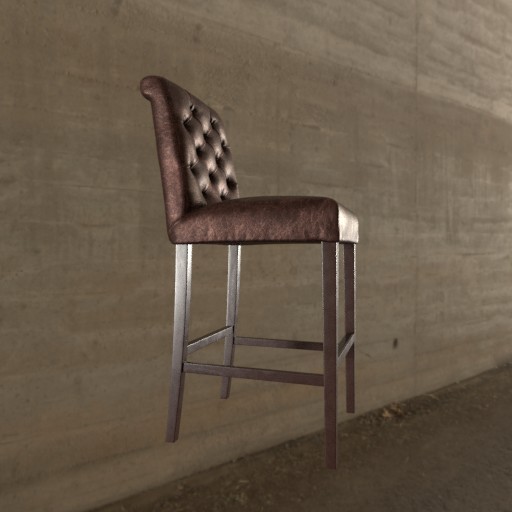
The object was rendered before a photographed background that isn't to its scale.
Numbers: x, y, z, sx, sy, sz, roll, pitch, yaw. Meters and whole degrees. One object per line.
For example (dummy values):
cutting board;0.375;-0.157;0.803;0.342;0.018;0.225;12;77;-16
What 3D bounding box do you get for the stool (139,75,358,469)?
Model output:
stool;0.000;0.000;1.533;0.659;1.168;0.483;0;1;19
